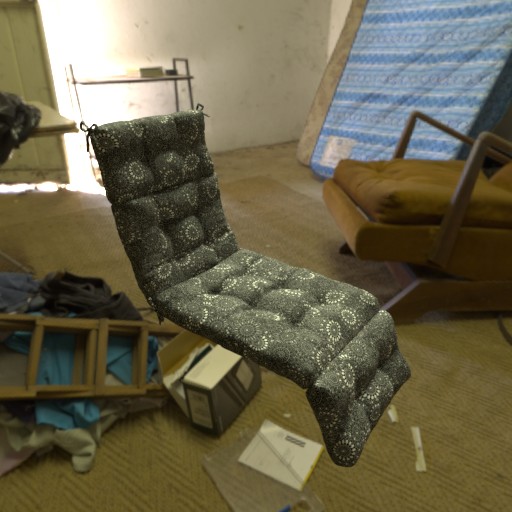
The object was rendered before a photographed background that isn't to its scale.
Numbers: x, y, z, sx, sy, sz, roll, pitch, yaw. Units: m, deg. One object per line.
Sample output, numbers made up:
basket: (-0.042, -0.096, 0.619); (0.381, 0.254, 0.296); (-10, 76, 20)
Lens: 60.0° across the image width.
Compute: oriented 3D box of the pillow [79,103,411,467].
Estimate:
pillow: (0.000, 0.000, 1.471); (1.016, 0.863, 0.526); (18, 31, 32)
